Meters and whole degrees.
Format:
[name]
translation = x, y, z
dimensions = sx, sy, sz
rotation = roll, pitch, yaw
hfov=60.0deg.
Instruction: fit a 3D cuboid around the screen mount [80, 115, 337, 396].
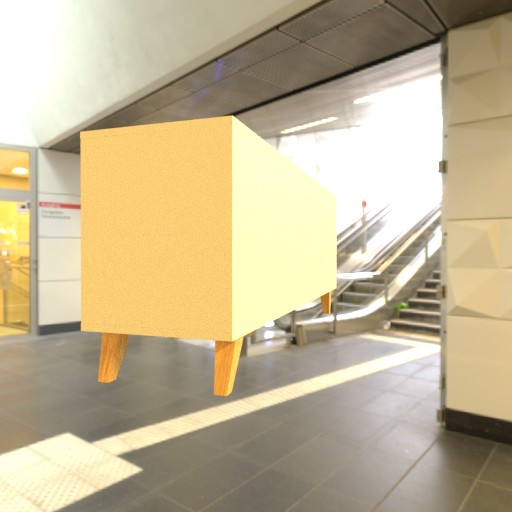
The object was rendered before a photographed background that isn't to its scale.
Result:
[screen mount]
translation = 0.000, 0.000, 1.725
dimensions = 0.400, 0.619, 1.490
rotation = 0, 1, 19
